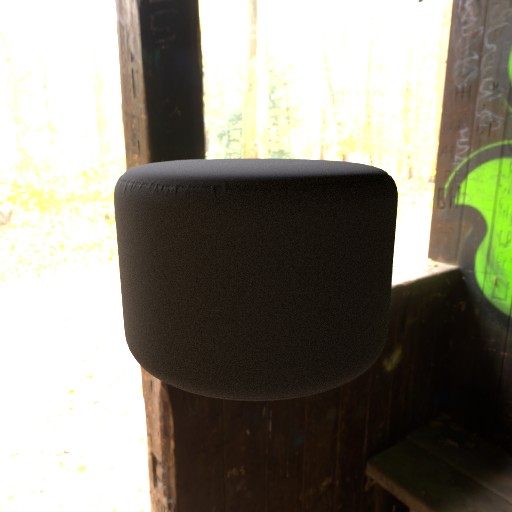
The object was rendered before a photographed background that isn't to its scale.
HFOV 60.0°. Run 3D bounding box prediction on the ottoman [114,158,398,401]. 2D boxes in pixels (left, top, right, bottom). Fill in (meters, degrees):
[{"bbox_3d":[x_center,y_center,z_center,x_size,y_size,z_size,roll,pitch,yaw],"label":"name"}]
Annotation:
[{"bbox_3d":[0.000,0.000,1.024,0.608,0.433,0.608,0,14,0],"label":"ottoman"}]
